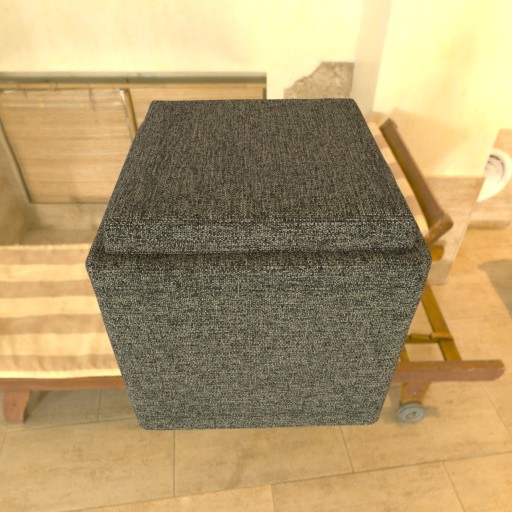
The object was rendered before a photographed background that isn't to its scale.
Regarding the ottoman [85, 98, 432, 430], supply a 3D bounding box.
[{"bbox_3d":[0.000,0.000,0.827,0.450,0.463,0.450,-1,41,-1],"label":"ottoman"}]
